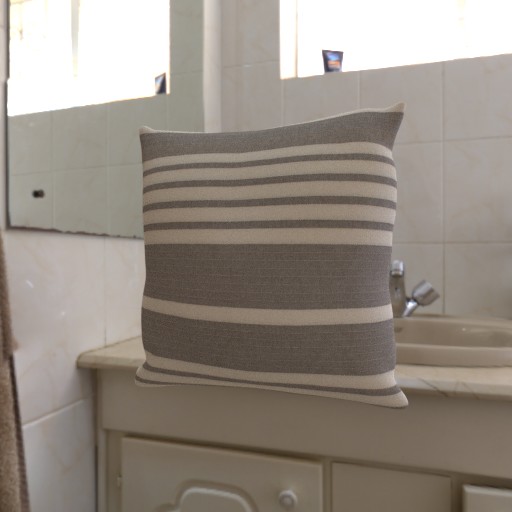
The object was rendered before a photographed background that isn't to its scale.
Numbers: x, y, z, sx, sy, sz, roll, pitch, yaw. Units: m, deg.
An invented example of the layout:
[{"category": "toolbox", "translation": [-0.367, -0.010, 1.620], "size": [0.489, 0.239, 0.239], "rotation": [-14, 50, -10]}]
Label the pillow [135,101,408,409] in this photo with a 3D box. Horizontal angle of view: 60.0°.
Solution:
[{"category": "pillow", "translation": [0.000, 0.000, 0.679], "size": [0.439, 0.440, 0.182], "rotation": [0, -1, 19]}]
